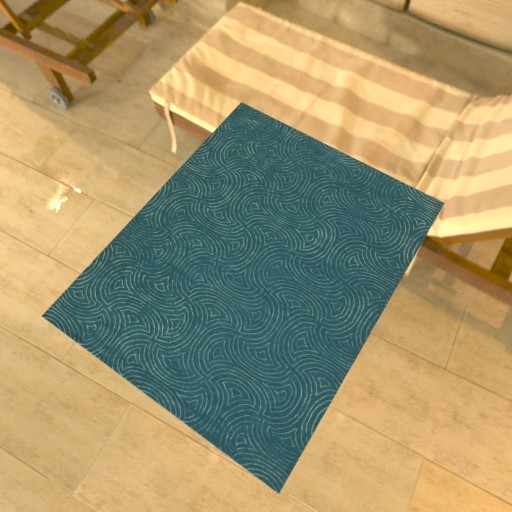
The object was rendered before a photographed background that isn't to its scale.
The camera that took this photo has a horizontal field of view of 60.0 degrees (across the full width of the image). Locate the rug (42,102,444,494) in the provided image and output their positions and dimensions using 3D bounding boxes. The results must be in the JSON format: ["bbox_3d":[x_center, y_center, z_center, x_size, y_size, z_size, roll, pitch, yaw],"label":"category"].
[{"bbox_3d":[0.000,0.000,4.092,2.432,0.012,3.033,31,67,15],"label":"rug"}]
